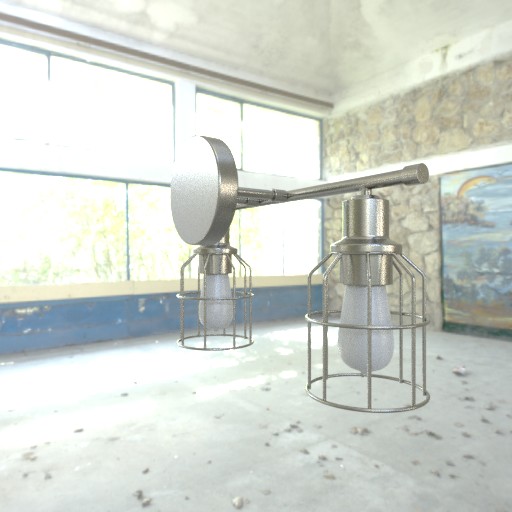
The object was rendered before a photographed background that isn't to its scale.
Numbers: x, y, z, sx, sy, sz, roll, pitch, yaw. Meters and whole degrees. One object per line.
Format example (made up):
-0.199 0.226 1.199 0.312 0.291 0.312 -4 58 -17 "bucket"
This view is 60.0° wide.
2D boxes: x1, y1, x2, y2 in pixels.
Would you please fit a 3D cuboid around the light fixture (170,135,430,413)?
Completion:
0.000 0.000 0.516 0.165 0.254 0.406 0 0 -35 "light fixture"
